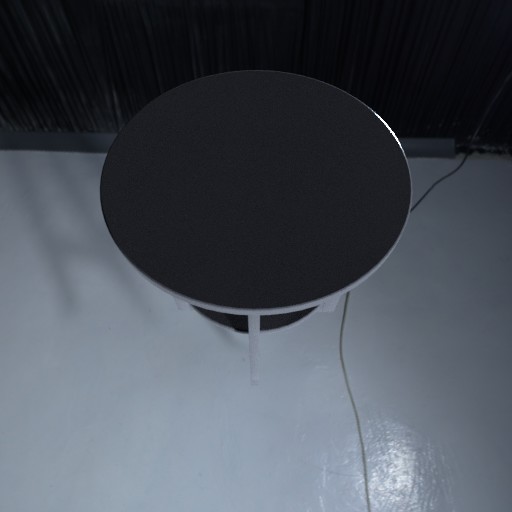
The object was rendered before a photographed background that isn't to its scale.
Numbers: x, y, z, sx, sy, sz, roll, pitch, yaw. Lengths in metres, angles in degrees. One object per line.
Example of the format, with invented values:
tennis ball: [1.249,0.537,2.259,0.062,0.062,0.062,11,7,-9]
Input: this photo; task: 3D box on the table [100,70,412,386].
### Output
table: [0.000,0.000,0.954,0.500,0.550,0.500,0,59,0]
